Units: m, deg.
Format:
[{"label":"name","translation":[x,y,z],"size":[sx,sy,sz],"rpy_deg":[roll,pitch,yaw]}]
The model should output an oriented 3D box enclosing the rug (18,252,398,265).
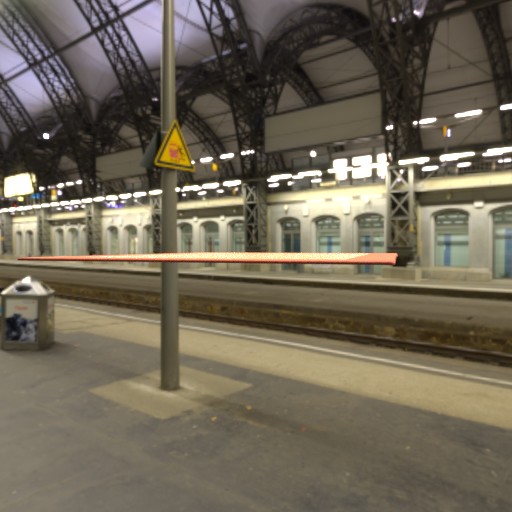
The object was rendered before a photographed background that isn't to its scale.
[{"label":"rug","translation":[0.000,0.000,4.000],"size":[2.430,0.018,2.976],"rpy_deg":[0,1,18]}]
